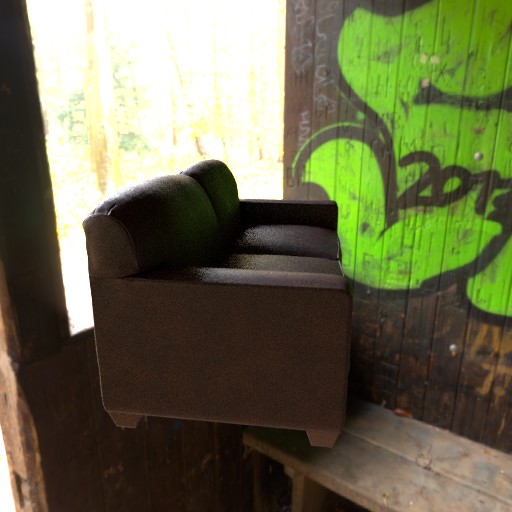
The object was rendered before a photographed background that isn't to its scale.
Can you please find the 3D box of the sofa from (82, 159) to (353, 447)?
[{"bbox_3d":[0.000,0.000,2.454,1.000,0.966,1.856,2,17,8],"label":"sofa"}]
